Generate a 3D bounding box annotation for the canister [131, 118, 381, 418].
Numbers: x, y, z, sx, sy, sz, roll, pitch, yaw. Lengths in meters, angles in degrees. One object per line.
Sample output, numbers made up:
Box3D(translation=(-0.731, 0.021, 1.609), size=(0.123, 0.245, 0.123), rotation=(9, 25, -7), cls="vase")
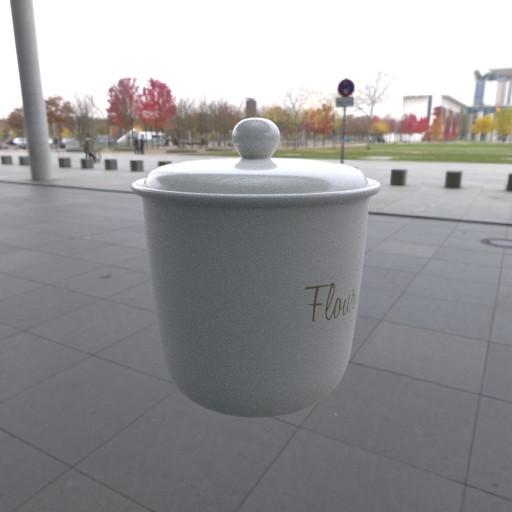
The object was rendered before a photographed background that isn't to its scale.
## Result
Box3D(translation=(0.000, 0.000, 0.349), size=(0.182, 0.208, 0.182), rotation=(0, 15, 0), cls="canister")
